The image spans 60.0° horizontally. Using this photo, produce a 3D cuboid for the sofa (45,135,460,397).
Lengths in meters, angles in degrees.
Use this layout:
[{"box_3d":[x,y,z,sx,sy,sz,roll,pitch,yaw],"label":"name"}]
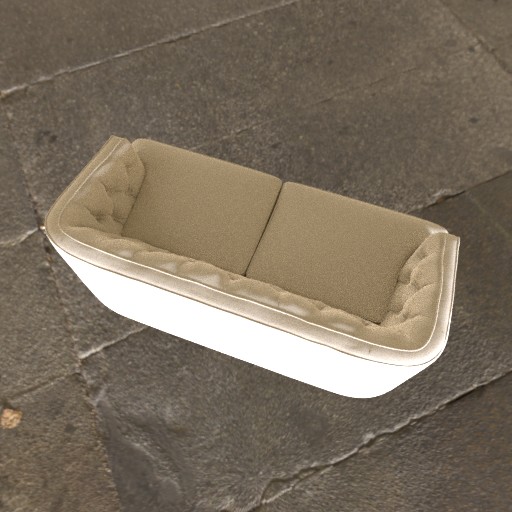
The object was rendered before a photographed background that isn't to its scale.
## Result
[{"box_3d":[0.000,0.000,2.205,1.733,0.855,0.941,18,65,9],"label":"sofa"}]
